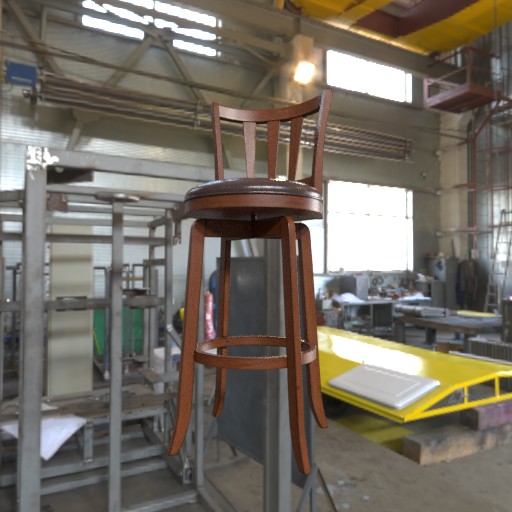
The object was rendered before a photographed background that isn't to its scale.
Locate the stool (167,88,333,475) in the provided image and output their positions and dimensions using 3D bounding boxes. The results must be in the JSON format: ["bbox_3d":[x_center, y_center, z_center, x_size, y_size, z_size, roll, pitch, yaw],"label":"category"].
[{"bbox_3d":[0.000,0.000,1.456,0.464,1.177,0.503,0,-1,17],"label":"stool"}]
